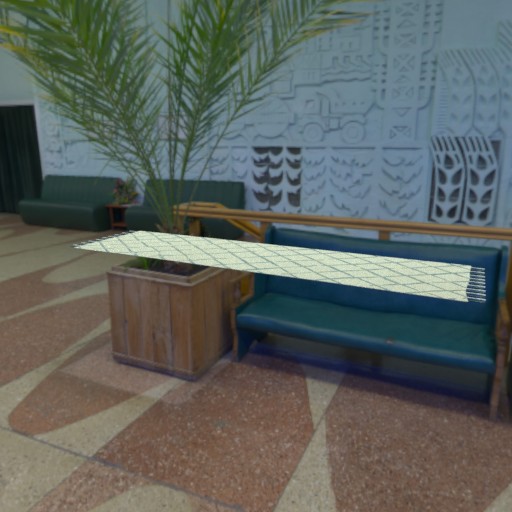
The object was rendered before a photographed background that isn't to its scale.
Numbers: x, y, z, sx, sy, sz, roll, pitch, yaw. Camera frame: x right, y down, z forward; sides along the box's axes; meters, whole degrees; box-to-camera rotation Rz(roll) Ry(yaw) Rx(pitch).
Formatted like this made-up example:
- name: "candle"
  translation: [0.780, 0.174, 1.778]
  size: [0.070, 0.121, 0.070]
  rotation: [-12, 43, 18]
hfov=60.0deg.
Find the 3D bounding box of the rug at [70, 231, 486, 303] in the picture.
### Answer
- name: "rug"
  translation: [0.000, 0.000, 2.565]
  size: [2.372, 0.008, 0.620]
  rotation: [7, 16, 25]
